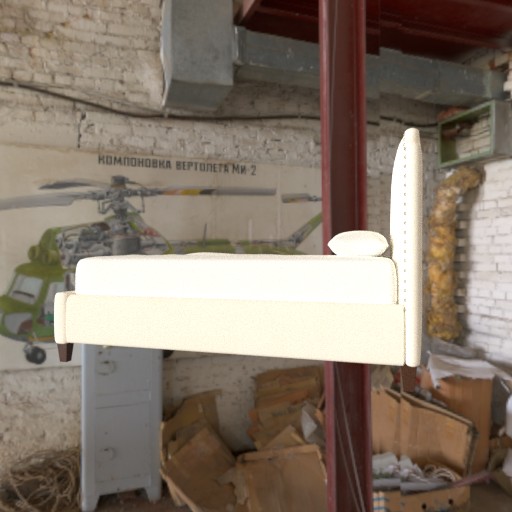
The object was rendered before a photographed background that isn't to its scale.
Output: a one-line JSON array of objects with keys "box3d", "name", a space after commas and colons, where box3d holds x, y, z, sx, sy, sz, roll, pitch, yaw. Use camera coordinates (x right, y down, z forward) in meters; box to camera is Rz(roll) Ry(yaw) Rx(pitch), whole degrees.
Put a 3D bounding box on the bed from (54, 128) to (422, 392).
[{"box3d": [0.000, 0.000, 3.463, 2.365, 1.443, 1.712, 0, 0, 17], "name": "bed"}]
